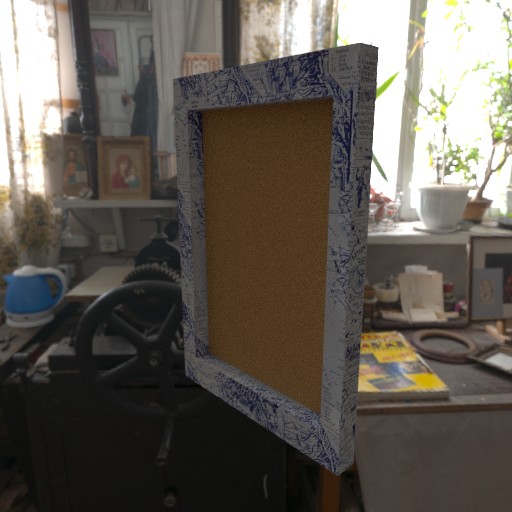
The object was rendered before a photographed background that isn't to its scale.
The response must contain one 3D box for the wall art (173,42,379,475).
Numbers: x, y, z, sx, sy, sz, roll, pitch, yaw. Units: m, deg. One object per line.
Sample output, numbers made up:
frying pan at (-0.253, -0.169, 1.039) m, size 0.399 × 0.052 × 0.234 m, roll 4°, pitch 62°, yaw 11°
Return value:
wall art at (0.000, 0.000, 0.471) m, size 0.025 × 0.376 × 0.255 m, roll -13°, pitch 19°, yaw -41°
